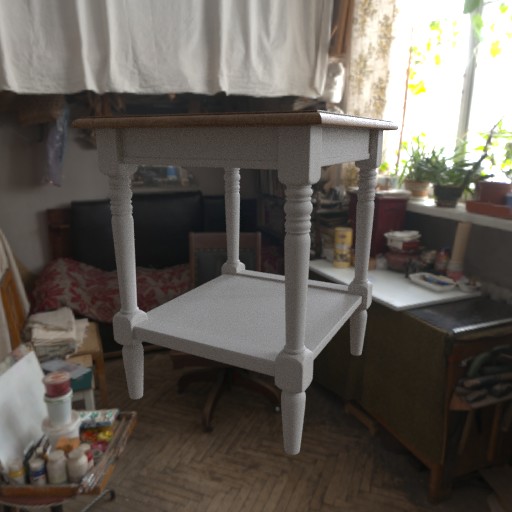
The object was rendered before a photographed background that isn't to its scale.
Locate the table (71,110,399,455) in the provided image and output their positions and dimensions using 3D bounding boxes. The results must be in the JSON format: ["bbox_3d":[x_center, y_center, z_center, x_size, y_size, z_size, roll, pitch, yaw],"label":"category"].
[{"bbox_3d":[0.000,0.000,0.952,0.457,0.561,0.508,8,17,27],"label":"table"}]
